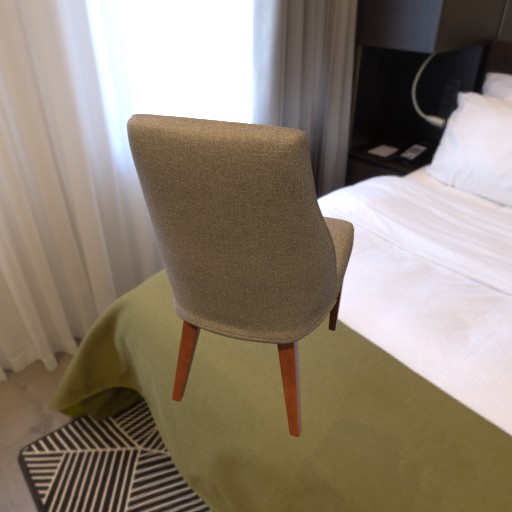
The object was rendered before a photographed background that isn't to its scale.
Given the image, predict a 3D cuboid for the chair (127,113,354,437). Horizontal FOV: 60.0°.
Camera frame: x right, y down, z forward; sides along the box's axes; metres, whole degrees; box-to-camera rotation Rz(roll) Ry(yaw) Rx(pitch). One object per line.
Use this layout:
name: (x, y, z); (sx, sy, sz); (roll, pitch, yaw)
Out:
chair: (0.000, 0.000, 1.304); (0.500, 0.930, 0.620); (11, 34, 16)
